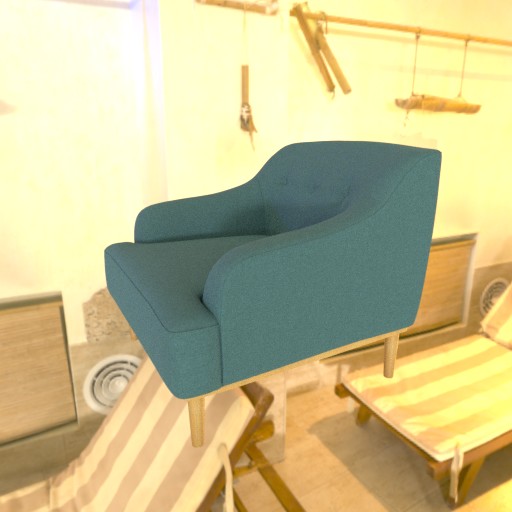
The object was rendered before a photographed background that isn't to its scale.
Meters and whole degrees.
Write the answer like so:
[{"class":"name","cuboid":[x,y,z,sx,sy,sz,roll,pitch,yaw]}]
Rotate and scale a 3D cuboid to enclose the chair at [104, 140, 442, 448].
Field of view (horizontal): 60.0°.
[{"class":"chair","cuboid":[0.000,0.000,1.635,0.951,0.818,0.946,-8,17,-27]}]
